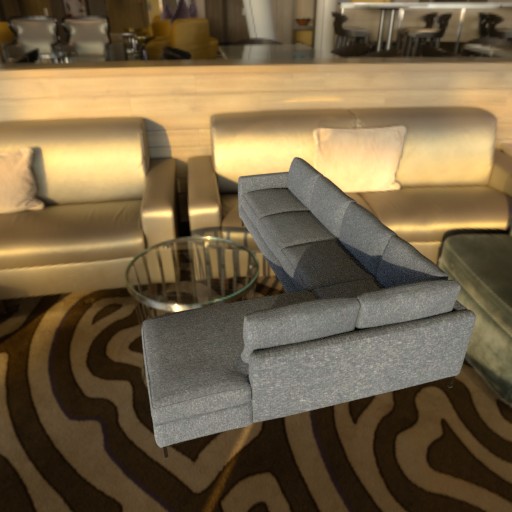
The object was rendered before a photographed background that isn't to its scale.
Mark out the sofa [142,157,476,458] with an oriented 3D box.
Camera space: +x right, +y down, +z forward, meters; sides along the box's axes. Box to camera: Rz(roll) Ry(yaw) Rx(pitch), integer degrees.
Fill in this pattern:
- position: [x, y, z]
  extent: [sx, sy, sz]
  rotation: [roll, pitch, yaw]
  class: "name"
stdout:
- position: [0.000, 0.000, 3.779]
  extent: [2.007, 0.815, 2.949]
  rotation: [-8, 30, -14]
  class: "sofa"
